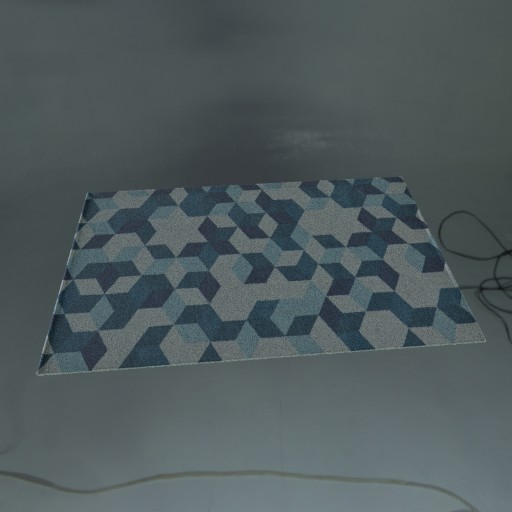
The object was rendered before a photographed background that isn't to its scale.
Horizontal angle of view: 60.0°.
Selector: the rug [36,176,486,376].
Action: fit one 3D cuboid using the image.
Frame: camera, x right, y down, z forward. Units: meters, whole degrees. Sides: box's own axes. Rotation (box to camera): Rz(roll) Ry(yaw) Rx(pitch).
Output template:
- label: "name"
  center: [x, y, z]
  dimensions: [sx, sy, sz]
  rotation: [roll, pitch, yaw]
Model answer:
- label: "rug"
  center: [0.000, 0.000, 2.910]
  dimensions: [2.438, 0.015, 1.518]
  rotation: [-4, 47, -3]
